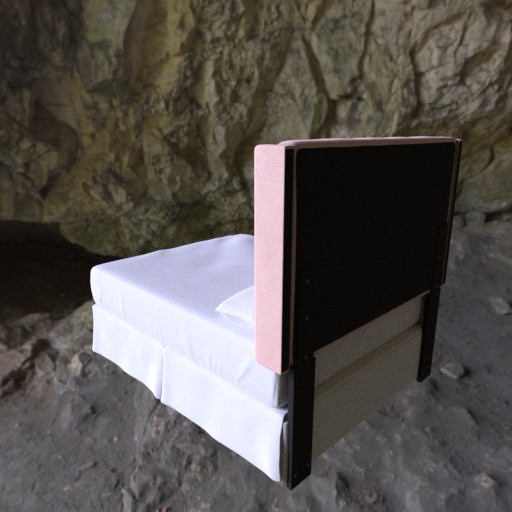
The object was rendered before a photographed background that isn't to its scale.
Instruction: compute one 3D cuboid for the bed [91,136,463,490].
[{"bbox_3d":[0.000,0.000,3.175,1.719,1.665,2.066,-15,22,-42],"label":"bed"}]
